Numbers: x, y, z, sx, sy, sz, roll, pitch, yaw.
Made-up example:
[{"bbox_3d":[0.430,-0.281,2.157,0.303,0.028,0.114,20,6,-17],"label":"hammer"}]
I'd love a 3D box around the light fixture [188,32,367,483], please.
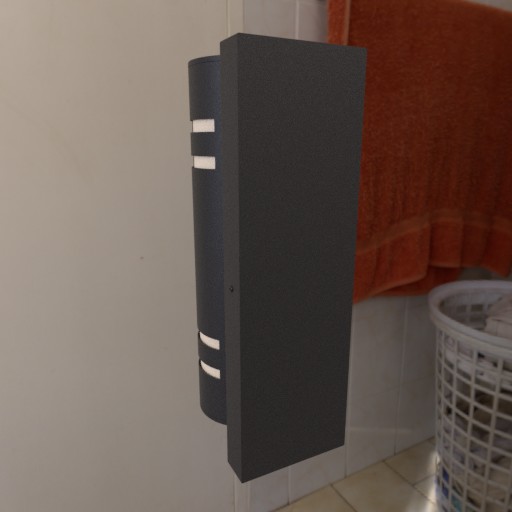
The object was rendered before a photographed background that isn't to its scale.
[{"bbox_3d":[0.000,0.000,0.401,0.105,0.330,0.149,-7,16,-26],"label":"light fixture"}]
